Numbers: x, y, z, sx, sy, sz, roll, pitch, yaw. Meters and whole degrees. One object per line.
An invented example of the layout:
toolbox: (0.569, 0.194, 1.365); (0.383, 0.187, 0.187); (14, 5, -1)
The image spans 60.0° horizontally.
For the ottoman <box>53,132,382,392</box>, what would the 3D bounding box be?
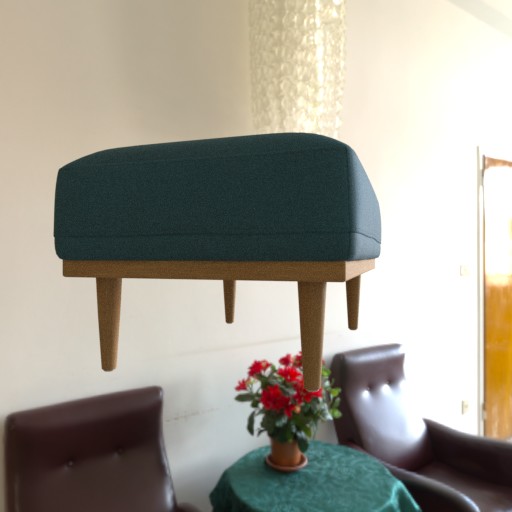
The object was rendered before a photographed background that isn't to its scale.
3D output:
ottoman: (0.000, 0.000, 1.055); (0.549, 0.428, 0.749); (0, 0, 18)
